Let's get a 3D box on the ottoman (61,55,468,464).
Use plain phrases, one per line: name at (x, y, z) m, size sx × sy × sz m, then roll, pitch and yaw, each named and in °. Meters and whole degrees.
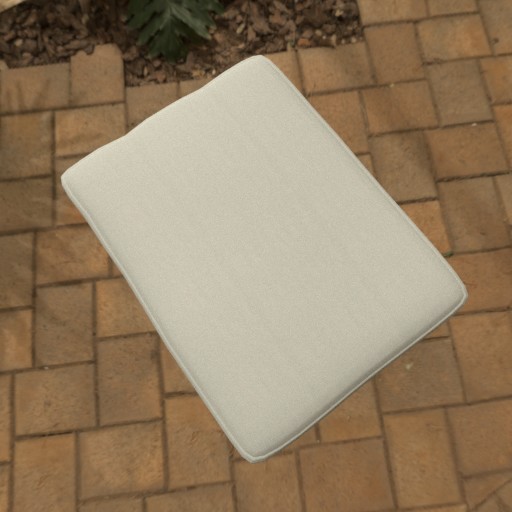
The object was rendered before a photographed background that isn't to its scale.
ottoman at (0.000, 0.000, 1.208) m, size 0.634 × 0.496 × 0.818 m, roll -35°, pitch 78°, yaw -9°
